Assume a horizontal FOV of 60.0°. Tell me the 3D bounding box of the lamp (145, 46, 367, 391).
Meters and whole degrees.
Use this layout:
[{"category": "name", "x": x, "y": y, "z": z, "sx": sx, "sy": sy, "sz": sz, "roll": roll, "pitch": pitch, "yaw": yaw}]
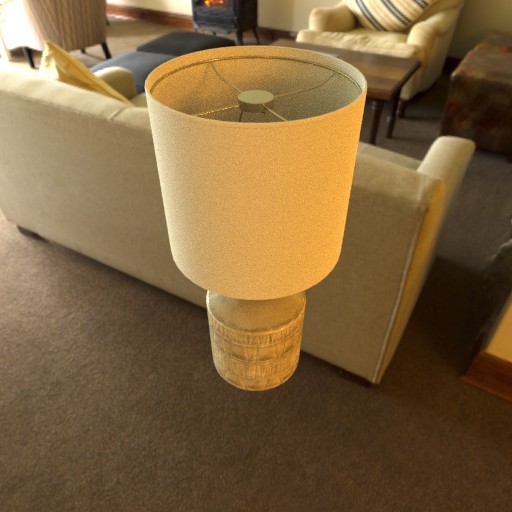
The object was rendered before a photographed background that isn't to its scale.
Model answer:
[{"category": "lamp", "x": 0.000, "y": 0.000, "z": 0.576, "sx": 0.211, "sy": 0.455, "sz": 0.211, "roll": -11, "pitch": 42, "yaw": -13}]
